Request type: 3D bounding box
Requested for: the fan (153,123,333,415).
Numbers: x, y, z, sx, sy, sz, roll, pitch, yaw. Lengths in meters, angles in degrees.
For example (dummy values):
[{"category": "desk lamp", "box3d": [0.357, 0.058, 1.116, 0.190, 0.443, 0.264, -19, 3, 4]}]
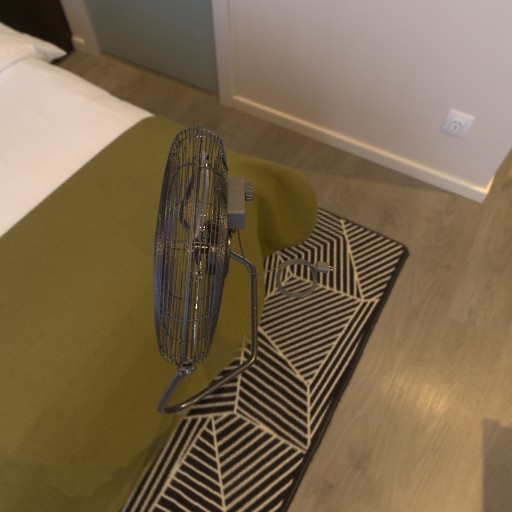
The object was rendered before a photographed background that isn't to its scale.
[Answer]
[{"category": "fan", "box3d": [0.000, 0.000, 1.019, 0.470, 0.605, 0.595, -1, 58, 0]}]
